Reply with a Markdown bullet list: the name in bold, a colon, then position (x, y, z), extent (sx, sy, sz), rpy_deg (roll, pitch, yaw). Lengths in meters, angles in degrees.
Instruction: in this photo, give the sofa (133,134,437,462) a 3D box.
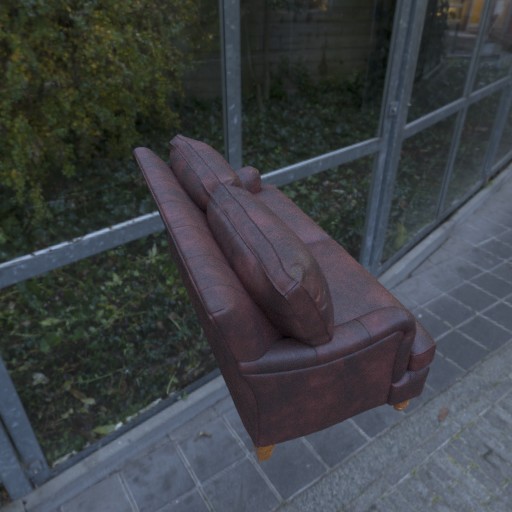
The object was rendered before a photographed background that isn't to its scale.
- **sofa**: position (0.000, 0.000, 2.810), extent (1.147, 1.071, 2.144), rpy_deg (-11, 33, -18)
